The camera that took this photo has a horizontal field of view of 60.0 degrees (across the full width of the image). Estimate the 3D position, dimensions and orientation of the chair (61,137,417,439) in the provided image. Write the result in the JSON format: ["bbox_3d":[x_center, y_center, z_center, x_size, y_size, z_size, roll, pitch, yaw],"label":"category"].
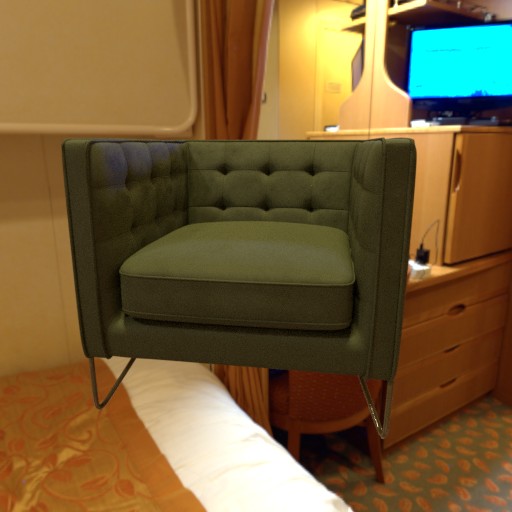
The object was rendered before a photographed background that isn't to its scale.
[{"bbox_3d":[0.000,0.000,1.534,0.880,0.790,0.894,2,14,9],"label":"chair"}]
